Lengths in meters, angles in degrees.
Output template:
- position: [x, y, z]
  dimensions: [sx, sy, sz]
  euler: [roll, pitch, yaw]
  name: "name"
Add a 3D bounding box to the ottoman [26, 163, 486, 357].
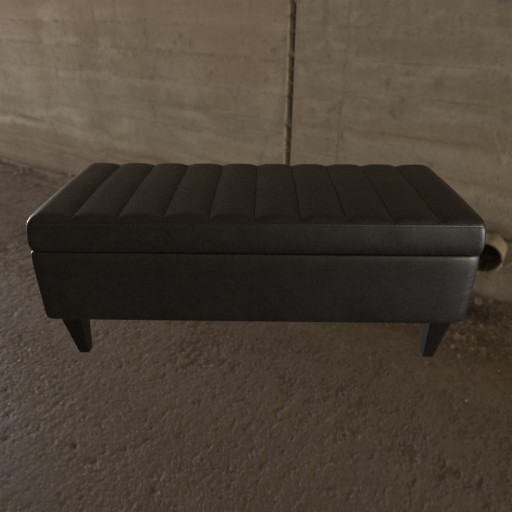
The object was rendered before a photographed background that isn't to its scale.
- position: [0.000, 0.000, 1.379]
  dimensions: [1.151, 0.469, 0.482]
  euler: [1, 29, 1]
  name: "ottoman"
